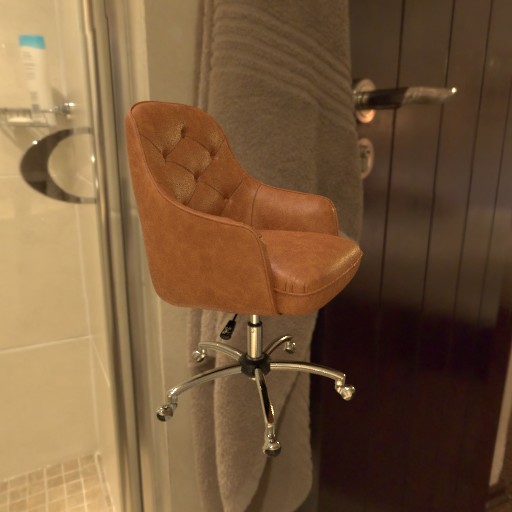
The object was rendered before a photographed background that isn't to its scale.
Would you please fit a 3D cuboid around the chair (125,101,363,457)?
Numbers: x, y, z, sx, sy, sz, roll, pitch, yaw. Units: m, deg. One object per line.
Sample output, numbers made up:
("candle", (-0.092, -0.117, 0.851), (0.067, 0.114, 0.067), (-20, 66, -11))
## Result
("chair", (0.000, 0.000, 1.353), (0.615, 0.909, 0.628), (7, 16, 26))
